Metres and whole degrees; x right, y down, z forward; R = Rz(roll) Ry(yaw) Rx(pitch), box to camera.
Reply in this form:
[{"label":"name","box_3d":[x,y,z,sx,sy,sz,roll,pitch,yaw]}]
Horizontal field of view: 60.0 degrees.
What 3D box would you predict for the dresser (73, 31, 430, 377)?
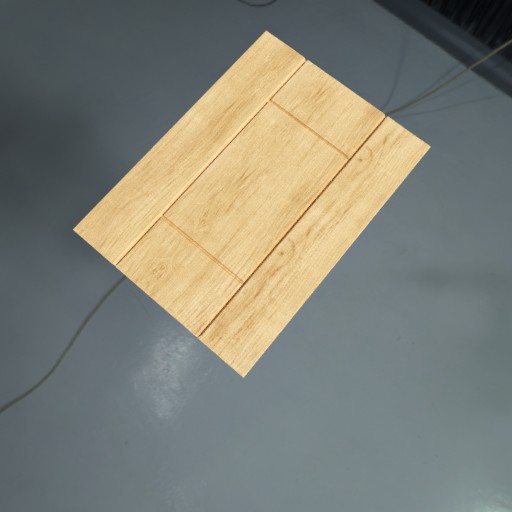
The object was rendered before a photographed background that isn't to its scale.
[{"label":"dresser","box_3d":[0.000,0.000,1.298,0.390,1.041,0.531,39,79,9]}]
